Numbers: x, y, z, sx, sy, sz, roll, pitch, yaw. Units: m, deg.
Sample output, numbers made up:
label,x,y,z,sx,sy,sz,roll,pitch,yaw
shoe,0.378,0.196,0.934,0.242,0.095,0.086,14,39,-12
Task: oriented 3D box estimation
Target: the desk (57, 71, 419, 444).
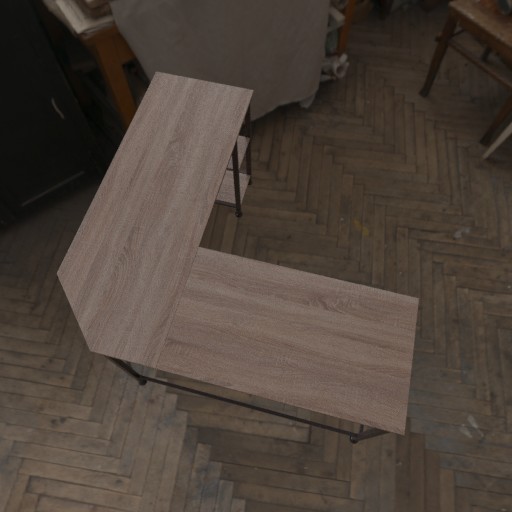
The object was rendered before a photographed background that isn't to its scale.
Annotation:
label,x,y,z,sx,sy,sz,roll,pitch,yaw
desk,0.000,0.000,2.173,1.379,0.739,1.379,13,65,6
